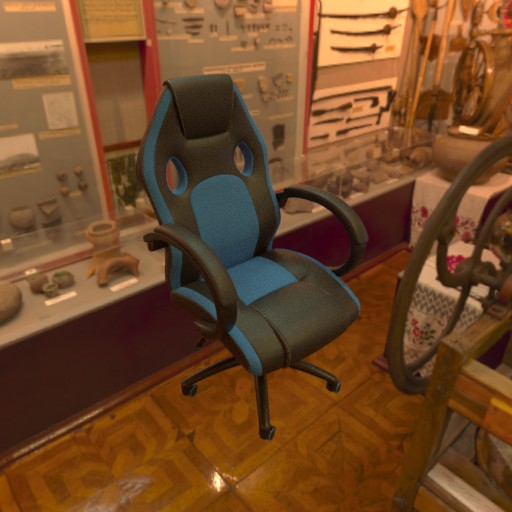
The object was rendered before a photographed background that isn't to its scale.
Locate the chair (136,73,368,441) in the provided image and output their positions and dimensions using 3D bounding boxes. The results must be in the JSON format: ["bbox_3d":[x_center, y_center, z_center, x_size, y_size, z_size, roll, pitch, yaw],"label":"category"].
[{"bbox_3d":[0.000,0.000,1.639,0.673,1.187,0.724,-22,36,-33],"label":"chair"}]
